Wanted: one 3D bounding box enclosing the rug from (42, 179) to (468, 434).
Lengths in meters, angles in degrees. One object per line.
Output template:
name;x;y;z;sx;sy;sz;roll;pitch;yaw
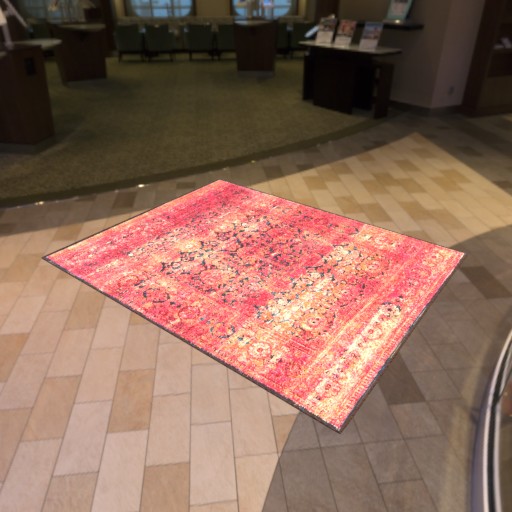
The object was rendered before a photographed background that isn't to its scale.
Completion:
rug;0.000;0.000;4.015;3.032;0.020;2.411;22;37;31
